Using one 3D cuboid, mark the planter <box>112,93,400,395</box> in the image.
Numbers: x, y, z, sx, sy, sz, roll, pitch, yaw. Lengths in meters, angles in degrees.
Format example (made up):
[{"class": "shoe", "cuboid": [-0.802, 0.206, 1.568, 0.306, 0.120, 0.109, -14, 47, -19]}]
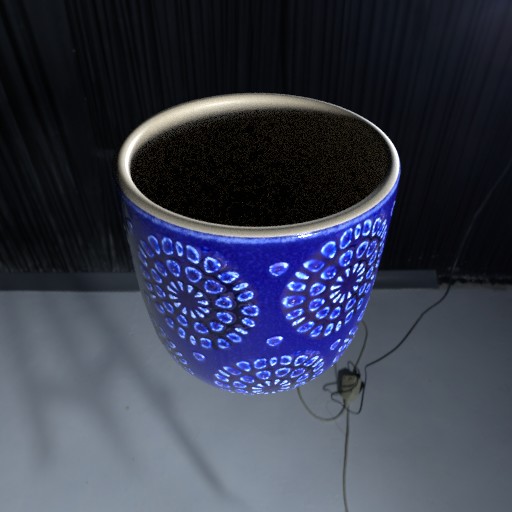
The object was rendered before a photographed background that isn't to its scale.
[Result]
[{"class": "planter", "cuboid": [0.000, 0.000, 0.206, 0.109, 0.112, 0.109, 0, 42, 0]}]
